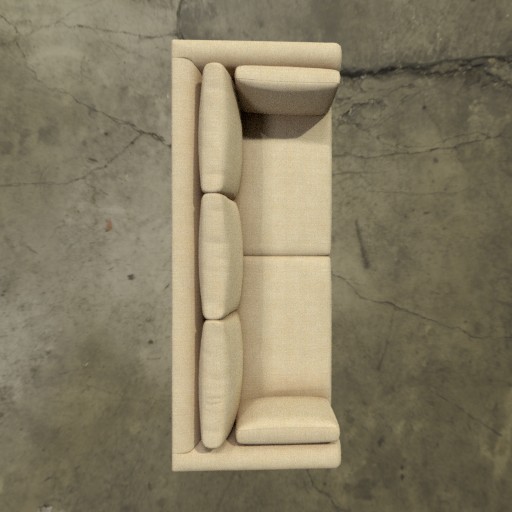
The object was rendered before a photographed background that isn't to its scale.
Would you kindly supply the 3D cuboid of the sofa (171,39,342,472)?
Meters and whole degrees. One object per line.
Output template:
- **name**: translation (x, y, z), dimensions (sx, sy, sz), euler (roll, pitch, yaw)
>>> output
- **sofa**: translation (0.000, 0.000, 2.800), dimensions (0.969, 0.867, 2.415), euler (0, 90, -2)
